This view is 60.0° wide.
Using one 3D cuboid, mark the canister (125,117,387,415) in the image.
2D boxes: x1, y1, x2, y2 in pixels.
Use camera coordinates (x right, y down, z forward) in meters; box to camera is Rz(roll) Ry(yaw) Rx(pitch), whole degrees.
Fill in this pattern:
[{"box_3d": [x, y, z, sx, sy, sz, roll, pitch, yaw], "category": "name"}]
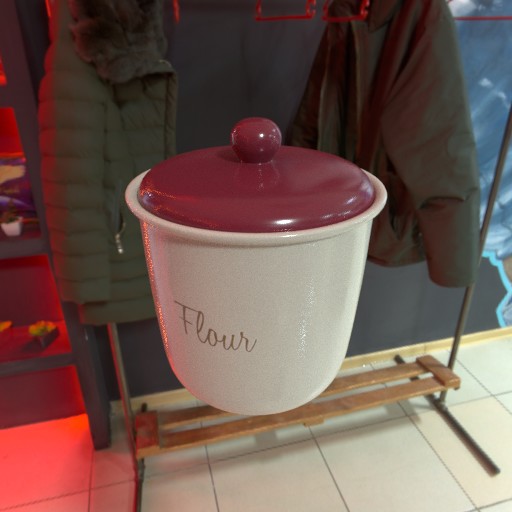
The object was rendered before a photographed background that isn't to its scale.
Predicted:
[{"box_3d": [0.000, 0.000, 0.344, 0.182, 0.208, 0.182, 0, 27, 0], "category": "canister"}]
